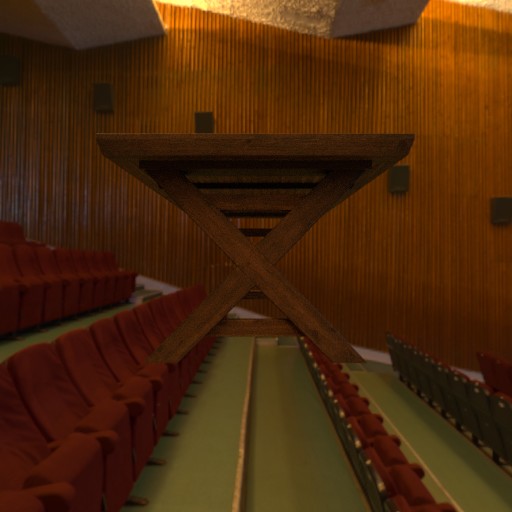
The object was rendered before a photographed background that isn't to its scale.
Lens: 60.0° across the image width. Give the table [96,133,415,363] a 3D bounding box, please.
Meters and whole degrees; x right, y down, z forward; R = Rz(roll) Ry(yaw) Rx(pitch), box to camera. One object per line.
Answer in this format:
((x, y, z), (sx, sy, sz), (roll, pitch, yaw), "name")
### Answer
((0.000, 0.000, 2.465), (1.071, 0.793, 1.966), (0, -1, 0), "table")
